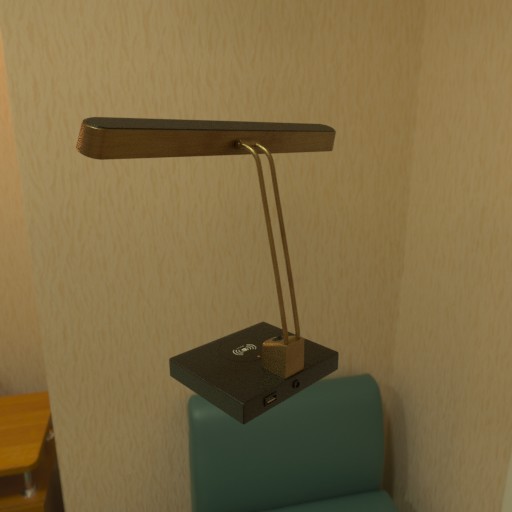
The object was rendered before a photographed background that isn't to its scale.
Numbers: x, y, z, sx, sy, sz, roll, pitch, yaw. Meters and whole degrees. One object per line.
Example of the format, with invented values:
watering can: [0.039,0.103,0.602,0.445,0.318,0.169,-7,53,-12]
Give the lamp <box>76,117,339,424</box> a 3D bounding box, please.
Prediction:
lamp: [0.000,0.000,0.588,0.412,0.345,0.156,-14,20,-42]
